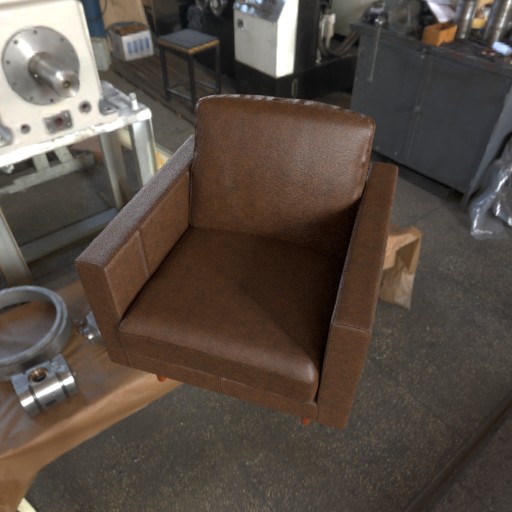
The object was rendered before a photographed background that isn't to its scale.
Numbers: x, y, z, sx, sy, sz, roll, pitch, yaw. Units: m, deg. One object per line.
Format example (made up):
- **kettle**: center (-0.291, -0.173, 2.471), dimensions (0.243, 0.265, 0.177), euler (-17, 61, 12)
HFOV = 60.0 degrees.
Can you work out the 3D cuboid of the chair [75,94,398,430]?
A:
- **chair**: center (0.000, 0.000, 1.657), dimensions (0.890, 0.956, 0.909), euler (12, 43, 13)
